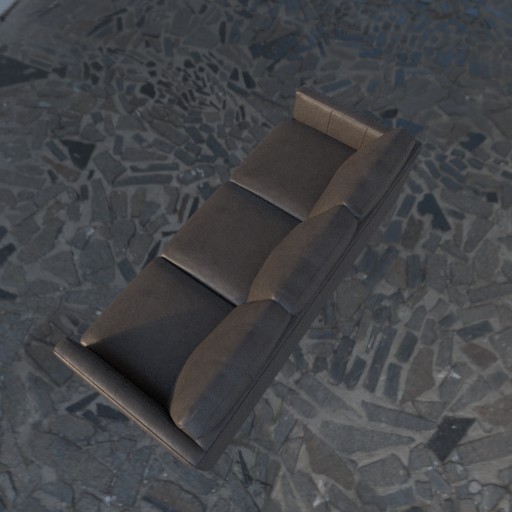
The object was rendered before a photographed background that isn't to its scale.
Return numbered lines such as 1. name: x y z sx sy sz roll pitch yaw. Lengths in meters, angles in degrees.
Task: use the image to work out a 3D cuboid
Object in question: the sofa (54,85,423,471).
1. sofa: 0.000 0.000 2.939 1.045 1.006 2.464 32 67 16
